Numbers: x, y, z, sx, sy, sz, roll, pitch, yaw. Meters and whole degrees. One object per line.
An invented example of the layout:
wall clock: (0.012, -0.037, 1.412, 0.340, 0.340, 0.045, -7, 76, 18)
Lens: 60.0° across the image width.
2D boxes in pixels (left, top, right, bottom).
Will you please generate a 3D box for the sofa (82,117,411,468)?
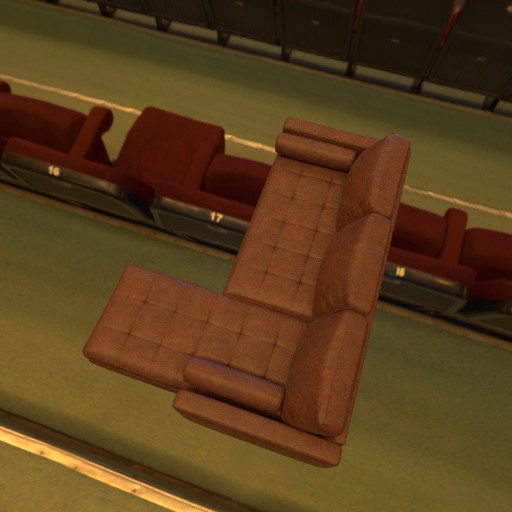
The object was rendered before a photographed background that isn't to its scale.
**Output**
sofa: (0.000, 0.000, 2.949, 1.613, 0.841, 2.185, 17, 65, 8)
